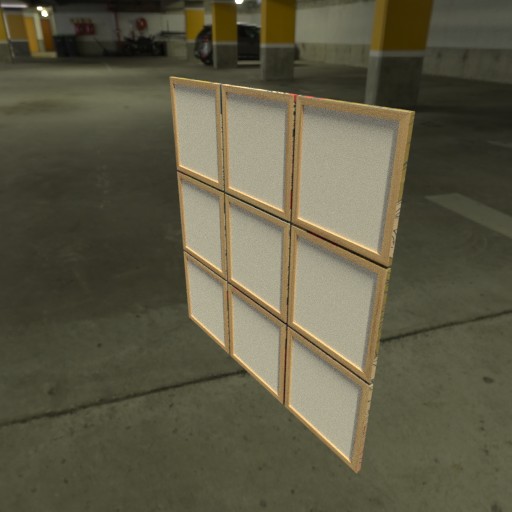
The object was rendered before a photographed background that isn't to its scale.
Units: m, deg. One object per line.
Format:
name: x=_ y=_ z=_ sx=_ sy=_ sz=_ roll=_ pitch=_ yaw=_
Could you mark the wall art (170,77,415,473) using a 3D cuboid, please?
wall art: x=0.000 y=0.000 z=1.290 sx=0.013 sy=0.913 sz=0.904 roll=-18 pitch=32 yaw=-32
